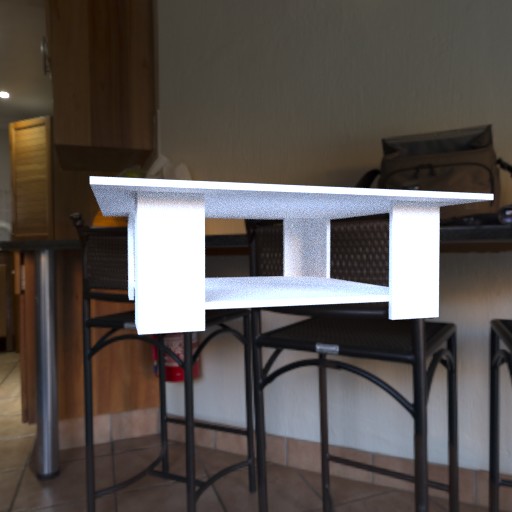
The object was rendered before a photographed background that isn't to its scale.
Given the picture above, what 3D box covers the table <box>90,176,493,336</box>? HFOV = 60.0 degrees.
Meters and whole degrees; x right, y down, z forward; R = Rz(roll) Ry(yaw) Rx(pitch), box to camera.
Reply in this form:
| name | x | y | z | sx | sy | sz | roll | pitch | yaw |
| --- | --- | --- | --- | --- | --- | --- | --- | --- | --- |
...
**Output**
| name | x | y | z | sx | sy | sz | roll | pitch | yaw |
| --- | --- | --- | --- | --- | --- | --- | --- | --- | --- |
| table | 0.000 | 0.000 | 1.335 | 0.890 | 0.305 | 0.890 | 0 | 1 | -18 |
